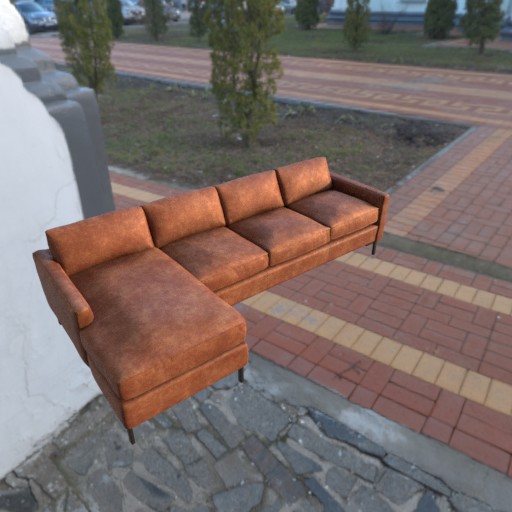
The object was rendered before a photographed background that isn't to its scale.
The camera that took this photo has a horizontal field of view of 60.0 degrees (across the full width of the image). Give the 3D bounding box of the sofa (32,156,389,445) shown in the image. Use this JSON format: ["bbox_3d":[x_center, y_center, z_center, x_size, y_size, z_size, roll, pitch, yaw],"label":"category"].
[{"bbox_3d":[0.000,0.000,3.602,2.993,0.859,1.471,-21,36,-32],"label":"sofa"}]
